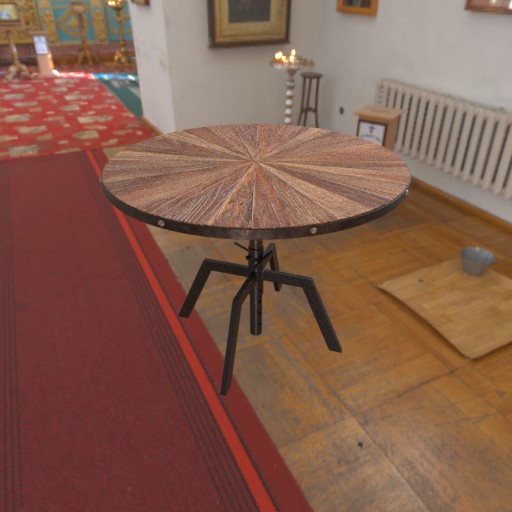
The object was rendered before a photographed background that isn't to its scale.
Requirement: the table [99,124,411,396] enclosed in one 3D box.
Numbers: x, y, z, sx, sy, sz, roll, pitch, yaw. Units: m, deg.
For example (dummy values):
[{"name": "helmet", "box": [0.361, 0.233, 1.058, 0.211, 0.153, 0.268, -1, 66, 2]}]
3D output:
[{"name": "table", "box": [0.000, 0.000, 1.486, 0.885, 0.658, 0.885, 0, 31, 0]}]
